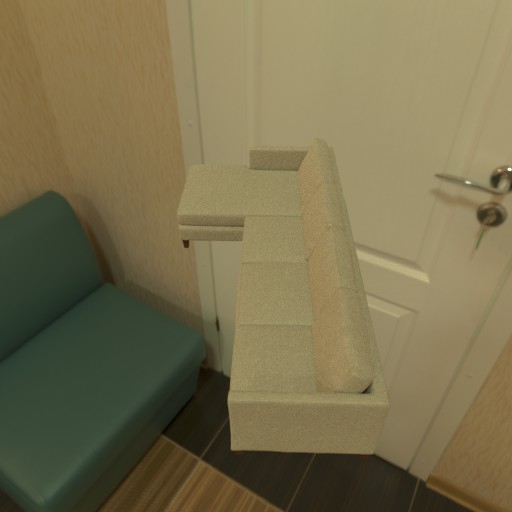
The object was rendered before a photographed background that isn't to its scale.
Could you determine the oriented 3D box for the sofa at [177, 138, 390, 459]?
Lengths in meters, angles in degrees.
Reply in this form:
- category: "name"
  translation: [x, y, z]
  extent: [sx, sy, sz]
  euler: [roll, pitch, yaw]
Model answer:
- category: "sofa"
  translation: [0.000, 0.000, 3.878]
  extent: [1.625, 0.846, 3.186]
  euler: [1, 41, 1]
